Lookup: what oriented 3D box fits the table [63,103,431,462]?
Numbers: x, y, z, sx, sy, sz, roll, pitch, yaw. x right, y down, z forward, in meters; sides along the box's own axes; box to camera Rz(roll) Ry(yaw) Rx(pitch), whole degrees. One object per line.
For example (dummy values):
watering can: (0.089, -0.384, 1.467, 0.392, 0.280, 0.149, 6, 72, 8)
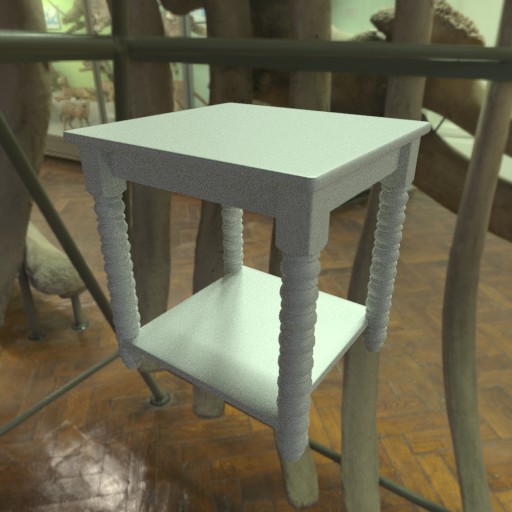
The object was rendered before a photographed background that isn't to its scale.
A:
table: (0.000, 0.000, 0.987, 0.533, 0.563, 0.500, 17, 31, 31)
